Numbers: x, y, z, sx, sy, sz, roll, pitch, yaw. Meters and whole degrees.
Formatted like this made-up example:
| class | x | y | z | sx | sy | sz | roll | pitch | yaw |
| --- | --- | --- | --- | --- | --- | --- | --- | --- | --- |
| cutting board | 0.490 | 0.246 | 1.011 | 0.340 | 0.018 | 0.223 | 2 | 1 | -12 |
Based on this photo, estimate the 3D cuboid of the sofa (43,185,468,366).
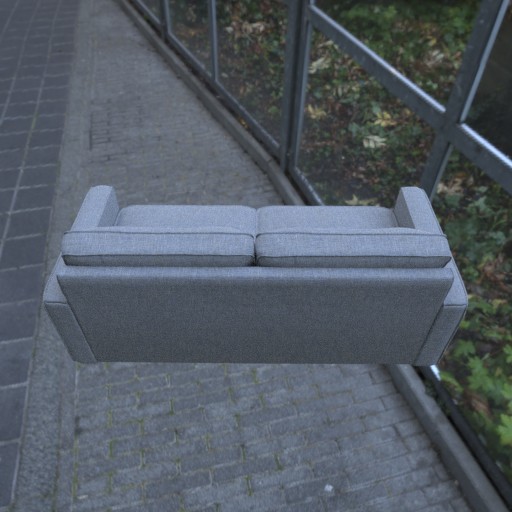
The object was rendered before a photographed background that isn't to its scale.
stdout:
| class | x | y | z | sx | sy | sz | roll | pitch | yaw |
| --- | --- | --- | --- | --- | --- | --- | --- | --- | --- |
| sofa | 0.000 | 0.000 | 2.528 | 2.078 | 0.918 | 0.945 | 0 | 46 | 0 |
